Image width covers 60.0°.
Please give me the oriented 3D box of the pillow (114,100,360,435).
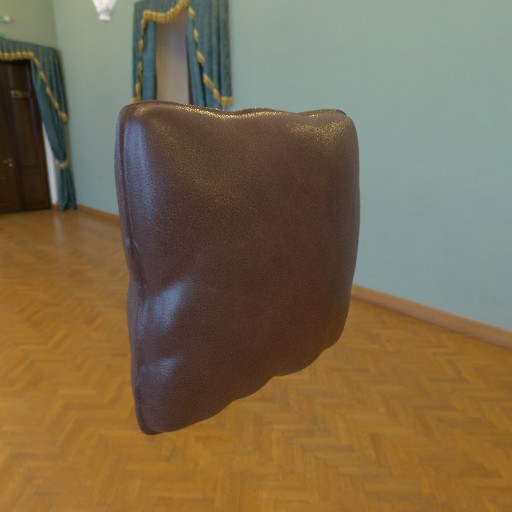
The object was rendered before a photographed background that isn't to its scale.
[{"bbox_3d":[0.000,0.000,0.812,0.532,0.523,0.236,-15,22,-42],"label":"pillow"}]
